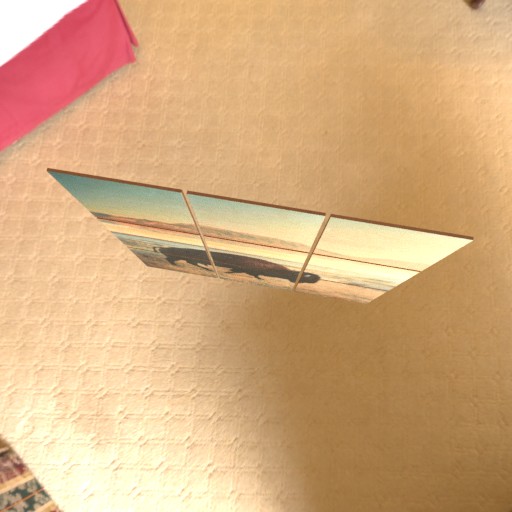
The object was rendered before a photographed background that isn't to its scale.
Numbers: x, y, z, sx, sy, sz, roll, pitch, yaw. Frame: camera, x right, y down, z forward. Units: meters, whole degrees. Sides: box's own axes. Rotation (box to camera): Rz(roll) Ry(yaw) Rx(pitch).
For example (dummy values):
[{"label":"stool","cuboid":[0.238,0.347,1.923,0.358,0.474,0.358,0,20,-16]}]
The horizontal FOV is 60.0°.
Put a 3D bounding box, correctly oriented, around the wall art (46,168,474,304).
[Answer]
[{"label":"wall art","cuboid":[0.000,0.000,2.312,1.533,1.532,0.019,10,76,2]}]
